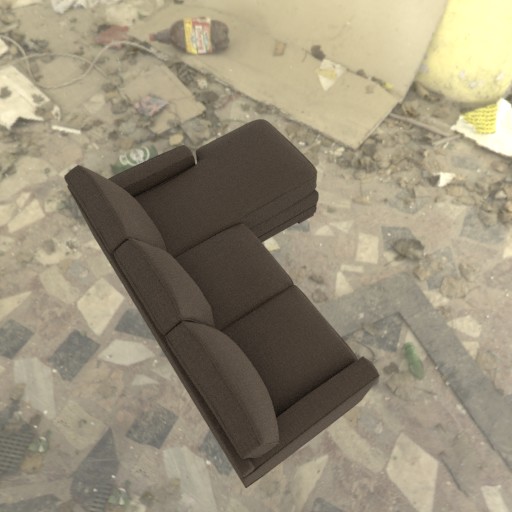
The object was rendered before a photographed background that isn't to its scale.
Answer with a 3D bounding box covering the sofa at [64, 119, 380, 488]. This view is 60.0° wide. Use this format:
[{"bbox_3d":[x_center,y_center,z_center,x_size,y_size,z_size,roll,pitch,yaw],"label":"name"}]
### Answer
[{"bbox_3d":[0.000,0.000,3.236,1.790,0.973,2.370,-30,62,-18],"label":"sofa"}]
